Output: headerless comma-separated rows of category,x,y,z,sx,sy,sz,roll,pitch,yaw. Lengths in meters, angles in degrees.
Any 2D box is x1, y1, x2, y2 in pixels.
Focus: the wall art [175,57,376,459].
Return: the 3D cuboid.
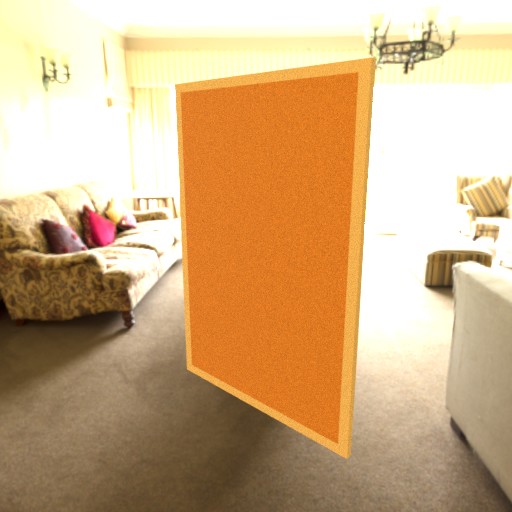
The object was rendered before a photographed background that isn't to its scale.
wall art,0.000,0.000,0.855,0.456,0.656,0.013,14,20,42
